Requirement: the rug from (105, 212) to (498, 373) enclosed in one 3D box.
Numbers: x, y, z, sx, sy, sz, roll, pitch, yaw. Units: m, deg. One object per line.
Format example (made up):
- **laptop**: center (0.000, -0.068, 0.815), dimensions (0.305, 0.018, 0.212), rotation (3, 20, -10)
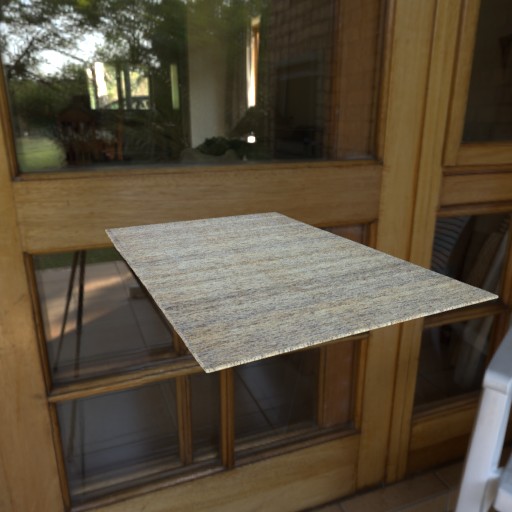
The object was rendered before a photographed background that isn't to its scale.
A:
- **rug**: center (0.000, 0.000, 2.286), dimensions (1.243, 0.014, 1.846), rotation (-8, 19, -25)
